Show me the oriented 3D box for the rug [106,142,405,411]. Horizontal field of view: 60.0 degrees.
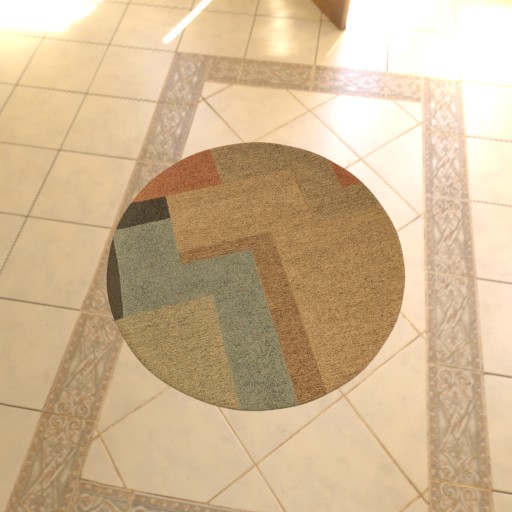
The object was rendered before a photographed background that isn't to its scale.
[{"bbox_3d":[0.000,0.000,3.689,2.461,0.033,2.461,0,63,0],"label":"rug"}]
